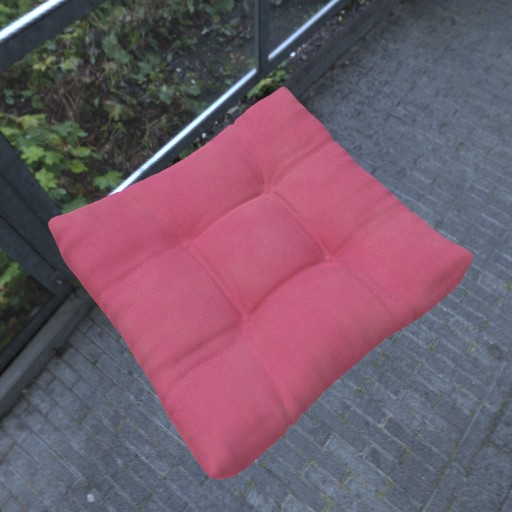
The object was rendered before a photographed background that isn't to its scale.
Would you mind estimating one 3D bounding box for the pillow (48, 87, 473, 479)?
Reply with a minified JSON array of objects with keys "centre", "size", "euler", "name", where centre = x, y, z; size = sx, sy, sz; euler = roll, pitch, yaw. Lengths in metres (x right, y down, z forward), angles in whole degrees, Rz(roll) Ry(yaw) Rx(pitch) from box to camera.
[{"centre":[0.000,0.000,0.709],"size":[0.490,0.128,0.468],"euler":[-35,70,-15],"name":"pillow"}]
